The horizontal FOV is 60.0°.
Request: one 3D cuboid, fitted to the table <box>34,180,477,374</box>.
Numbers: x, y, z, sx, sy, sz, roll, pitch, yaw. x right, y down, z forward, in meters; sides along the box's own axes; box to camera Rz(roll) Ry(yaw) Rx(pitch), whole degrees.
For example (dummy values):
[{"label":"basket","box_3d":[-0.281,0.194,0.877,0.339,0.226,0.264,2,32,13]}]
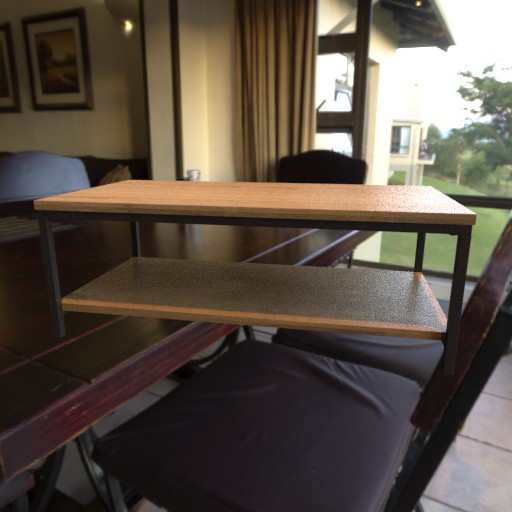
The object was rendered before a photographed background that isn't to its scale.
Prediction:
[{"label":"table","box_3d":[0.000,0.000,1.393,1.100,0.399,0.551,3,16,10]}]
